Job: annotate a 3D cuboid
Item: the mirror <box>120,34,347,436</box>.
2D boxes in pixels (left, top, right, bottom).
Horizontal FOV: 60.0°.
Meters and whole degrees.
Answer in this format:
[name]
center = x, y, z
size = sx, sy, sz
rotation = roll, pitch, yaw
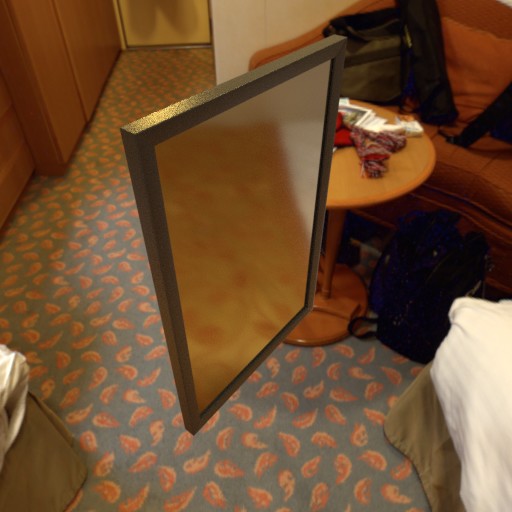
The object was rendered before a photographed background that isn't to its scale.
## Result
[mirror]
center = 0.000, 0.000, 1.132
size = 0.040, 0.915, 0.609
rotation = 28, 49, 28
